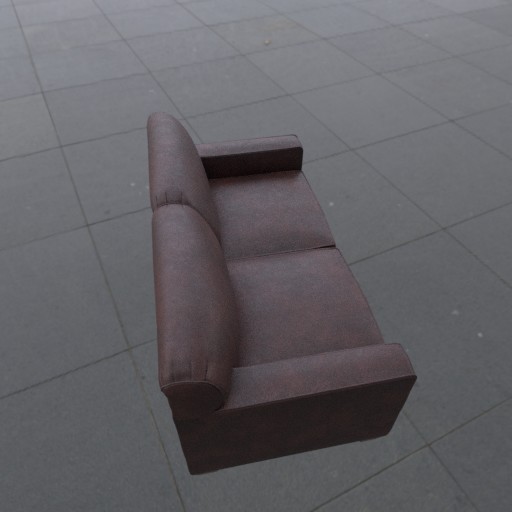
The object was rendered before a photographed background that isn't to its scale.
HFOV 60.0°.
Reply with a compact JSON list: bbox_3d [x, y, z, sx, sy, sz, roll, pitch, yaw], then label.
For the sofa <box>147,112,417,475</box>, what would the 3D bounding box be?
[{"bbox_3d":[0.000,0.000,2.393,1.000,0.966,1.856,-8,46,-8],"label":"sofa"}]
